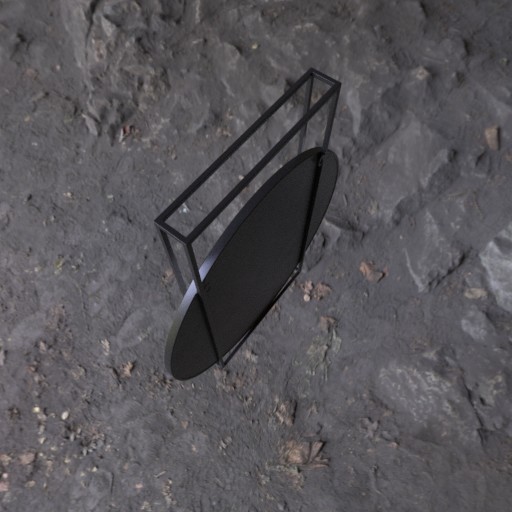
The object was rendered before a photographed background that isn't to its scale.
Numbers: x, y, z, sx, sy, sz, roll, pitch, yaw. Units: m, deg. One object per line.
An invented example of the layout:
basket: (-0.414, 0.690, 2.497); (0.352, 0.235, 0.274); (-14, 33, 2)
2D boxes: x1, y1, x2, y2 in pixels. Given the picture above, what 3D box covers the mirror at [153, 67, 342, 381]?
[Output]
mirror: (0.000, 0.000, 0.818); (0.051, 0.603, 0.508); (35, 68, 16)
